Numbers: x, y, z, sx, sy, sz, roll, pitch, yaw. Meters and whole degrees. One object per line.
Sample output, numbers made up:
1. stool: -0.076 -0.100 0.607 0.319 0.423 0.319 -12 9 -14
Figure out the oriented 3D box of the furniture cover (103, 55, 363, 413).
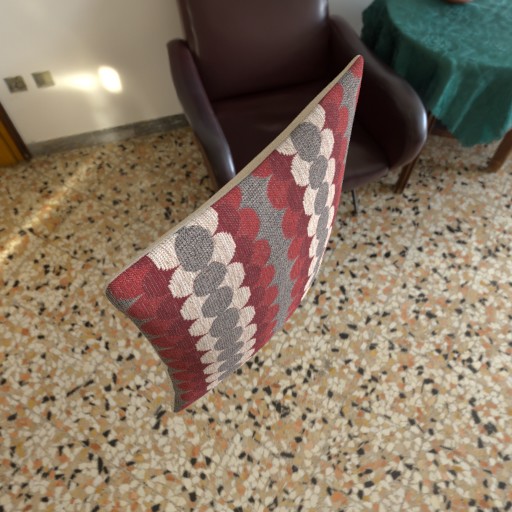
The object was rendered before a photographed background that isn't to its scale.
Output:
1. furniture cover: 0.000 0.000 0.637 0.145 0.420 0.435 33 64 19
